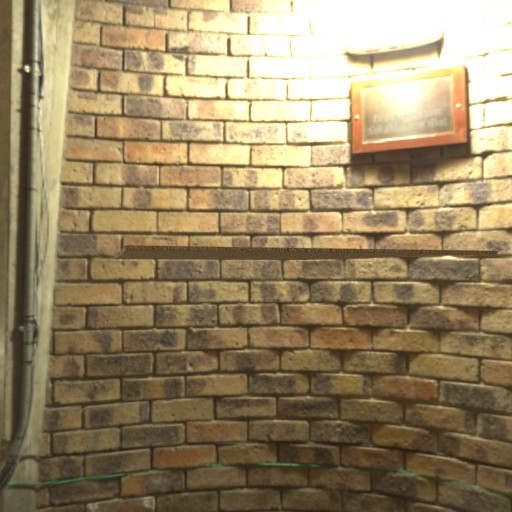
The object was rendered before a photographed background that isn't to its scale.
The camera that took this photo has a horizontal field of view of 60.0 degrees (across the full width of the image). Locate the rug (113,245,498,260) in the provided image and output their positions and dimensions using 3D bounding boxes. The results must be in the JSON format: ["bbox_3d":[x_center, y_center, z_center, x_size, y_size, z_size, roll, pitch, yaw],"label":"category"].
[{"bbox_3d":[0.000,0.000,3.996,2.400,0.025,3.000,0,-1,-19],"label":"rug"}]
